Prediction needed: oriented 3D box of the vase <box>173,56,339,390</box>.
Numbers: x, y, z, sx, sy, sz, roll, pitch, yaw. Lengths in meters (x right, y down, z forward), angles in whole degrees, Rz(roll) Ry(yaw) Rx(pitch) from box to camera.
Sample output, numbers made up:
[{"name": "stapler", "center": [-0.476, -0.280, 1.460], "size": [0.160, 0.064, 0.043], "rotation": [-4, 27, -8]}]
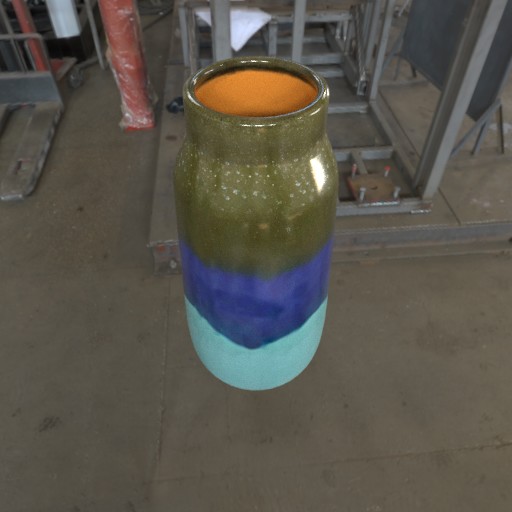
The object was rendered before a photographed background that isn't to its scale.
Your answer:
[{"name": "vase", "center": [0.000, 0.000, 0.391], "size": [0.139, 0.313, 0.139], "rotation": [0, 46, 0]}]
